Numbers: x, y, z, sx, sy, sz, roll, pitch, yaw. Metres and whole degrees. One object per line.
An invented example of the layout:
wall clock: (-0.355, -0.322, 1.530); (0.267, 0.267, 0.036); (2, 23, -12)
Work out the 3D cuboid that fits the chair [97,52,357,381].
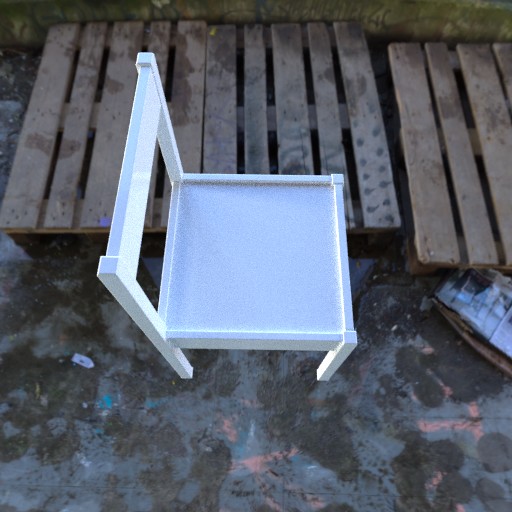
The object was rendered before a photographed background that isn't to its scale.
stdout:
chair: (0.000, 0.000, 0.684); (0.285, 0.505, 0.285); (1, 65, 0)
